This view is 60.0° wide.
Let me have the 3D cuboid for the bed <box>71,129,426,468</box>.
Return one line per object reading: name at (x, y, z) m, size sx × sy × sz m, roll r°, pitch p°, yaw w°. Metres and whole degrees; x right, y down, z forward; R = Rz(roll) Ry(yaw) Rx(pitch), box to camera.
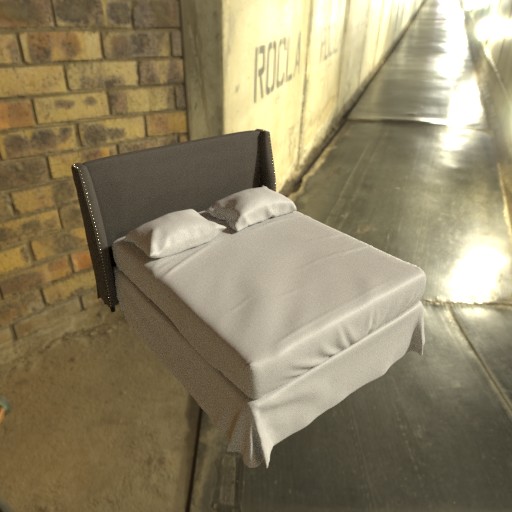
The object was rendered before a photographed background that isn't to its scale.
bed at (0.000, 0.000, 3.489) m, size 1.925 × 1.332 × 2.276 m, roll -21°, pitch 35°, yaw -33°
